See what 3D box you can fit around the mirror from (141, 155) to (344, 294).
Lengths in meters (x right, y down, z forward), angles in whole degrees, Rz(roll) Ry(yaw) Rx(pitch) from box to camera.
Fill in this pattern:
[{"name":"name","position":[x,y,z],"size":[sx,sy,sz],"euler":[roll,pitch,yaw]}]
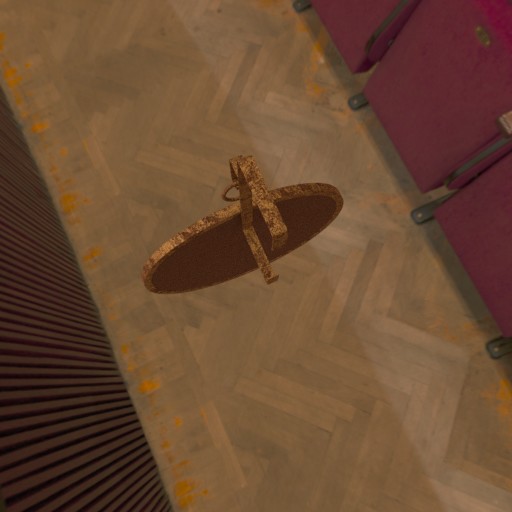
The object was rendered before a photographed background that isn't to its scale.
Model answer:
[{"name":"mirror","position":[0.000,0.000,0.830],"size":[0.447,0.651,0.144],"euler":[-23,76,-6]}]
